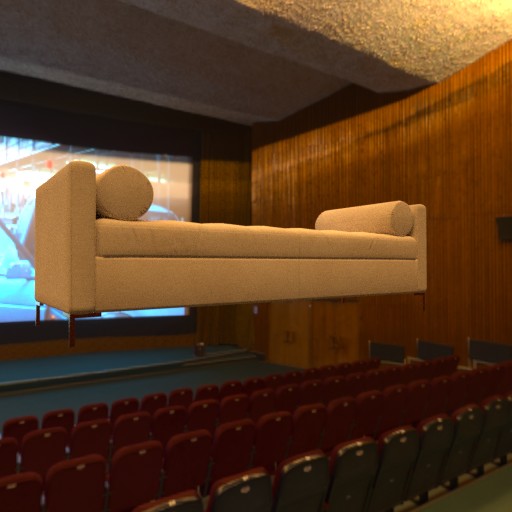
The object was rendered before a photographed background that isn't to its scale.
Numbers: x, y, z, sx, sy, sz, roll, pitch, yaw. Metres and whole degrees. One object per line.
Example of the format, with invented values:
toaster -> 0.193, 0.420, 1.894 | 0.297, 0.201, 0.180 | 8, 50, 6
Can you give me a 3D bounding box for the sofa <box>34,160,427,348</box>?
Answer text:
sofa -> 0.000, 0.000, 2.301 | 1.981, 0.635, 0.686 | 1, -1, -35
